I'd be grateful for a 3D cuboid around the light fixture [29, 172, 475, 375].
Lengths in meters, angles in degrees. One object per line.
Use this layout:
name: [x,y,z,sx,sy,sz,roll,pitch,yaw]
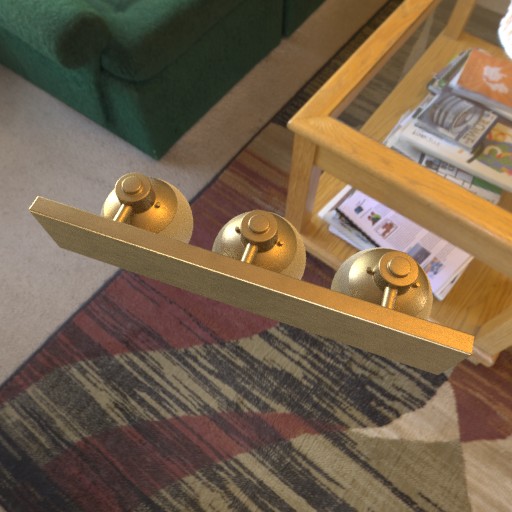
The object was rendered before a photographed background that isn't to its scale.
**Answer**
light fixture: [0.000,0.000,0.839,0.721,0.263,0.218,18,64,9]
